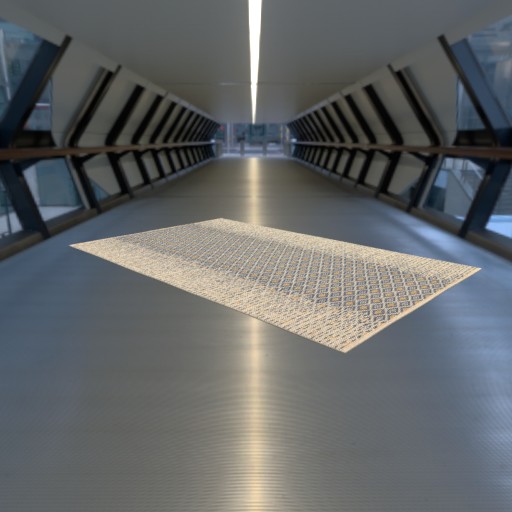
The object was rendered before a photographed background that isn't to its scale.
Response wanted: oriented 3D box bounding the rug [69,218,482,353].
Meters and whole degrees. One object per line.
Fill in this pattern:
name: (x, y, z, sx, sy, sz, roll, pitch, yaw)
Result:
rug: (0.000, 0.000, 3.060, 2.448, 0.008, 1.541, 14, 21, 42)
